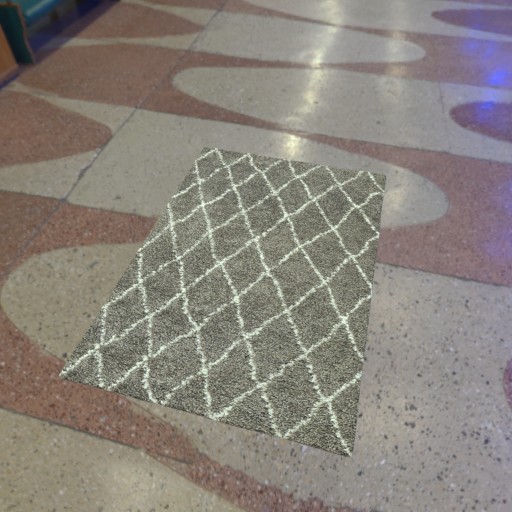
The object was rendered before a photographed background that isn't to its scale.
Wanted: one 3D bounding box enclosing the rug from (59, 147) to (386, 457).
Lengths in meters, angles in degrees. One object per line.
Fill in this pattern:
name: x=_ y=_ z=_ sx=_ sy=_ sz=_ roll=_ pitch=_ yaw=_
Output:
rug: x=0.000 y=0.000 z=2.321 sx=1.219 sy=0.030 sz=1.778 roll=11 pitch=48 yaw=11
